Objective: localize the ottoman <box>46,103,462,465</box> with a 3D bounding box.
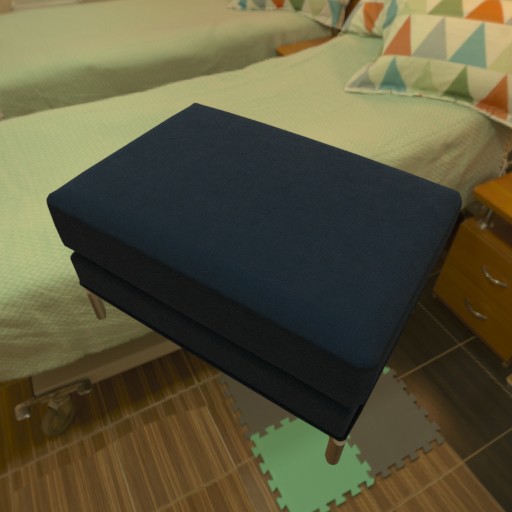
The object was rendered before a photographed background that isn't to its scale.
[{"bbox_3d":[0.000,0.000,1.190,0.835,0.498,0.587,25,51,23],"label":"ottoman"}]
